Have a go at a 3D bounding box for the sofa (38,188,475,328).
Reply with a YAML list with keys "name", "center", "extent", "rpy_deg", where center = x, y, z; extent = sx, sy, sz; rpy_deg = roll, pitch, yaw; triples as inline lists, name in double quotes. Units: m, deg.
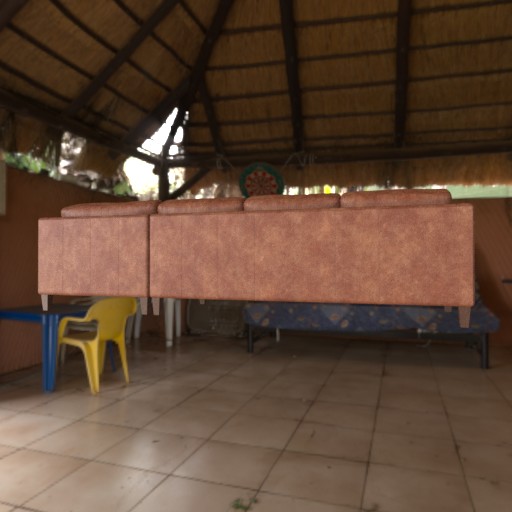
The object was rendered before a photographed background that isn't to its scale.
- name: "sofa"
  center: [0.000, 0.000, 3.847]
  extent: [3.203, 0.883, 1.581]
  rpy_deg: [0, -1, 17]
